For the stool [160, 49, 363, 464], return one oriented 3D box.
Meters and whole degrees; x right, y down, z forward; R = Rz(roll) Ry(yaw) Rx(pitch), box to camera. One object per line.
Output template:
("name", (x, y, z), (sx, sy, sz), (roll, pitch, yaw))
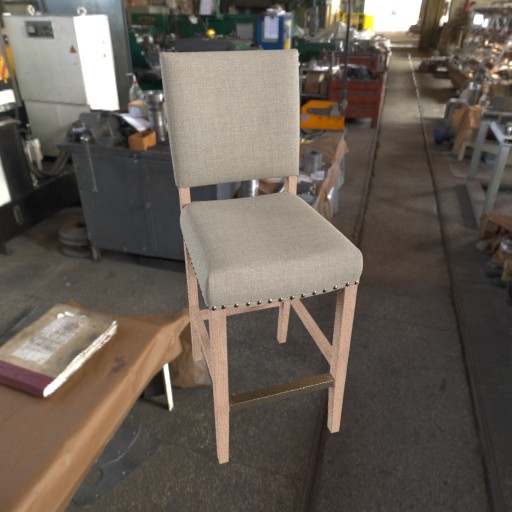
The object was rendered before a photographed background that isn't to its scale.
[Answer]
("stool", (0.000, 0.000, 1.434), (0.445, 1.173, 0.585), (-9, 30, -15))
